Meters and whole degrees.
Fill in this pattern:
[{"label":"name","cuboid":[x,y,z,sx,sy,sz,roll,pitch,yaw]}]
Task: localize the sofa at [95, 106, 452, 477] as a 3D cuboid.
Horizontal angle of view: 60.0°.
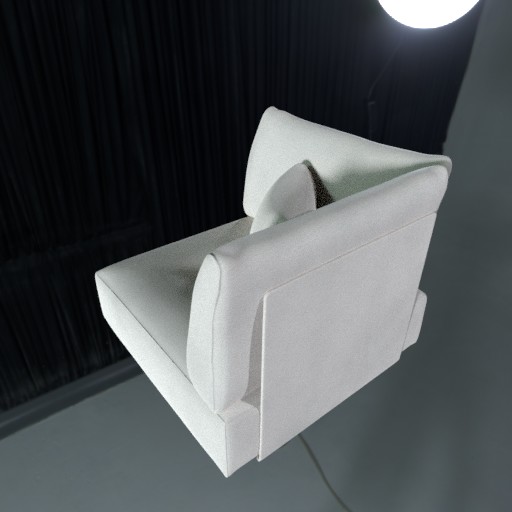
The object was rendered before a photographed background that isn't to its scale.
[{"label":"sofa","cuboid":[0.000,0.000,1.701,1.000,0.820,1.000,-23,38,-32]}]
